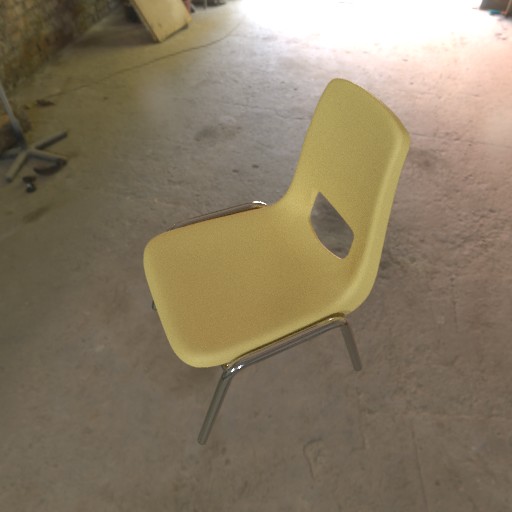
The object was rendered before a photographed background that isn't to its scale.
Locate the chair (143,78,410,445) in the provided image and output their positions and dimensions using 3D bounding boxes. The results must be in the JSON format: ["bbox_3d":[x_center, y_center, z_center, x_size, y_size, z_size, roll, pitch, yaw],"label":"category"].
[{"bbox_3d":[0.000,0.000,0.793,0.385,0.536,0.354,-18,50,-16],"label":"chair"}]
